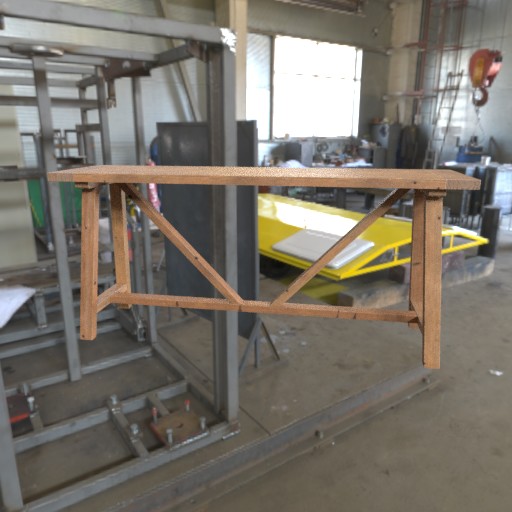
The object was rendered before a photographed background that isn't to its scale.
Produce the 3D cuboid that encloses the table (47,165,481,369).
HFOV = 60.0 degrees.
[{"bbox_3d":[0.000,0.000,2.147,1.800,0.810,0.465,3,16,9],"label":"table"}]
